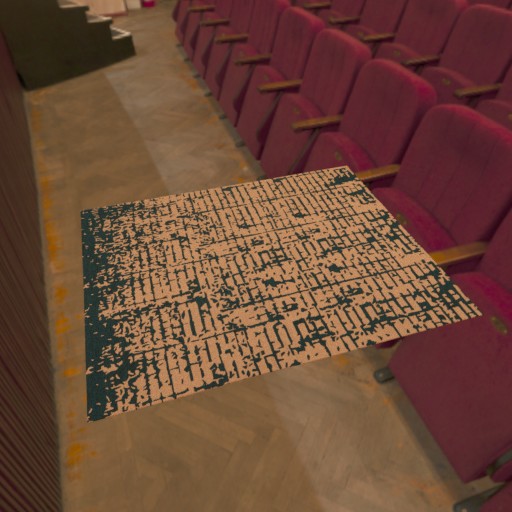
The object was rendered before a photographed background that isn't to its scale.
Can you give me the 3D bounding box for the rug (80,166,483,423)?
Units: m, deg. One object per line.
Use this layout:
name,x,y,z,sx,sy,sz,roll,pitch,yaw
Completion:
rug,0.000,0.000,4.027,3.017,0.014,2.416,-12,43,-13
